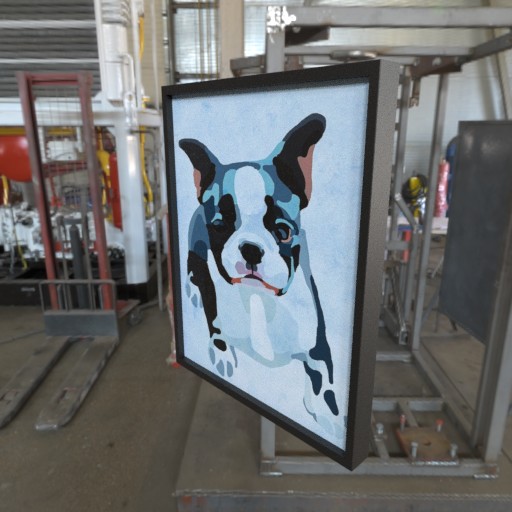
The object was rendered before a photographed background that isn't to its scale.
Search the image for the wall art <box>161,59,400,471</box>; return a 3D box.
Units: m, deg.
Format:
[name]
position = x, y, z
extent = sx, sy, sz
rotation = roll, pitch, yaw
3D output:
[wall art]
position = 0.000, 0.000, 0.490
extent = 0.030, 0.369, 0.294
rotation = -15, 22, -42
